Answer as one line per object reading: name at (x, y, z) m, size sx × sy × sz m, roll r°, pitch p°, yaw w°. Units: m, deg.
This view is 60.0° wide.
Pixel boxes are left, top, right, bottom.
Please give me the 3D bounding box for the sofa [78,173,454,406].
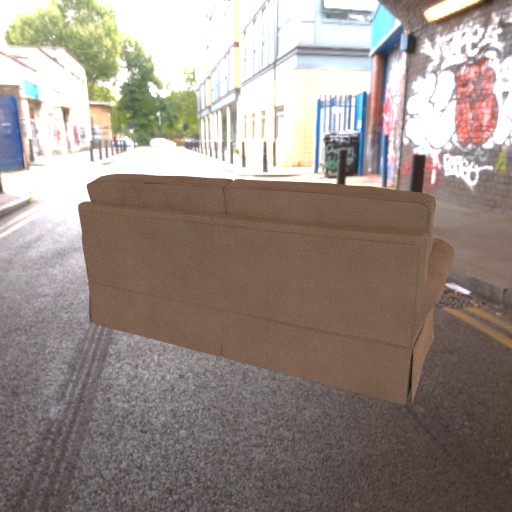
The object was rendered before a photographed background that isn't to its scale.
sofa at (0.000, 0.000, 2.805) m, size 2.246 × 1.014 × 0.900 m, roll 8°, pitch 17°, yaw 27°
